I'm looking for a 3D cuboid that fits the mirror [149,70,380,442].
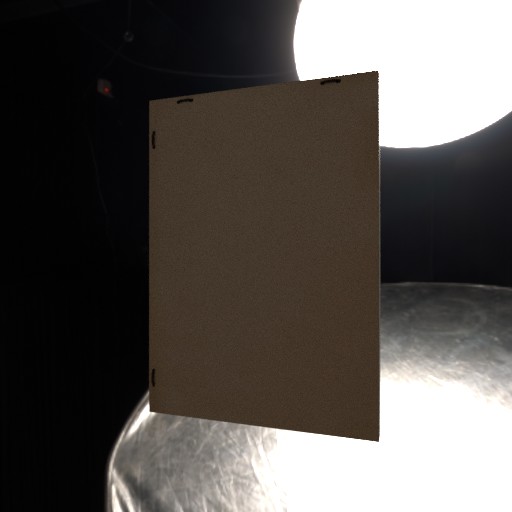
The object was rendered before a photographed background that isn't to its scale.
[{"bbox_3d":[0.000,0.000,0.942,0.507,0.710,0.039,0,0,19],"label":"mirror"}]
